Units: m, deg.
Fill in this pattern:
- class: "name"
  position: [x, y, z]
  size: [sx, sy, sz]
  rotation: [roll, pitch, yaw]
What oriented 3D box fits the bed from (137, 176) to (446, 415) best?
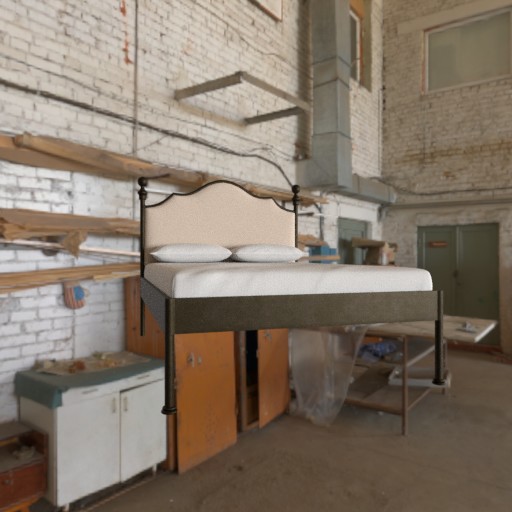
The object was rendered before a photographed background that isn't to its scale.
- class: "bed"
  position: [0.000, 0.000, 3.366]
  size: [1.642, 1.499, 2.224]
  rotation: [0, 0, -18]
